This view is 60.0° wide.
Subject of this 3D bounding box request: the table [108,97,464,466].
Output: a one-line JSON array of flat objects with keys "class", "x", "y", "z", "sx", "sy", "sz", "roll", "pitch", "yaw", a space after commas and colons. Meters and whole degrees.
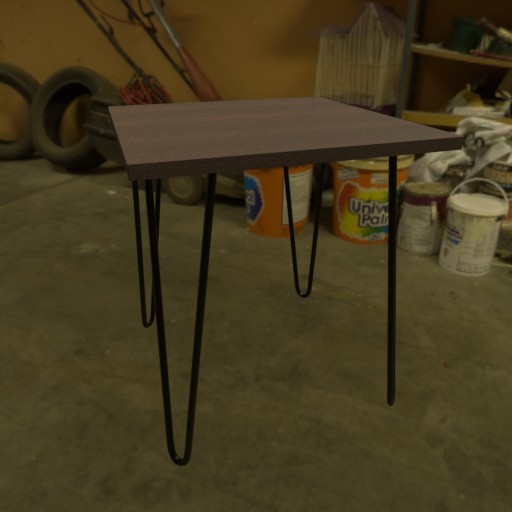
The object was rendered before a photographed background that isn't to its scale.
[{"class": "table", "x": 0.000, "y": 0.000, "z": 0.932, "sx": 0.495, "sy": 0.559, "sz": 0.495, "roll": -9, "pitch": 28, "yaw": -17}]
